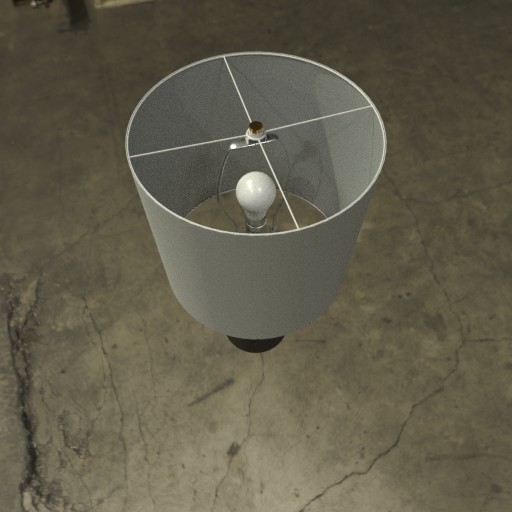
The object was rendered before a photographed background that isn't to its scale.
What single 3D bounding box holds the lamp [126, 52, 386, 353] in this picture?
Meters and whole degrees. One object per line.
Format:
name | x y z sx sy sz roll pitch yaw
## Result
lamp | 0.000 0.000 0.770 0.308 0.580 0.308 -14 59 -9
